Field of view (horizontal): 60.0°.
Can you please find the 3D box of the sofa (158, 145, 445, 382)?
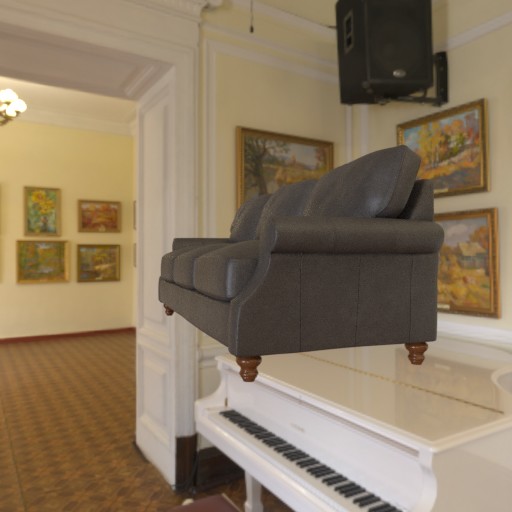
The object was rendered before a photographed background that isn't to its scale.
[{"bbox_3d":[0.000,0.000,2.835,0.974,0.977,2.387,0,0,-20],"label":"sofa"}]
